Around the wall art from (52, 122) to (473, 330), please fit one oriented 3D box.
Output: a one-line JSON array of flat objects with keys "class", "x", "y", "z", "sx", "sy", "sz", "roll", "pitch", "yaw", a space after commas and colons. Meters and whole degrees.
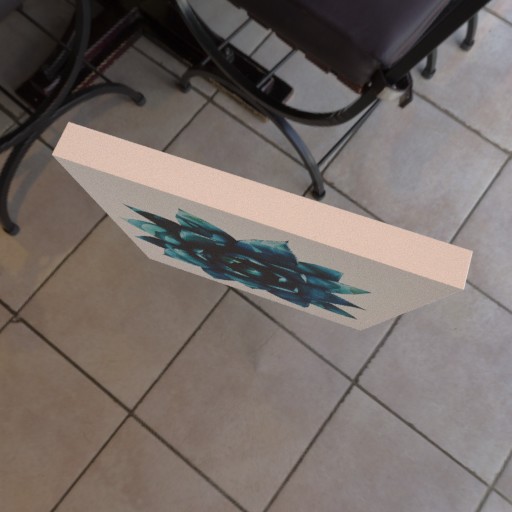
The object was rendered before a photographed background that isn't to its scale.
[{"class": "wall art", "x": 0.000, "y": 0.000, "z": 0.614, "sx": 0.406, "sy": 0.406, "sz": 0.038, "roll": 18, "pitch": 76, "yaw": 5}]
